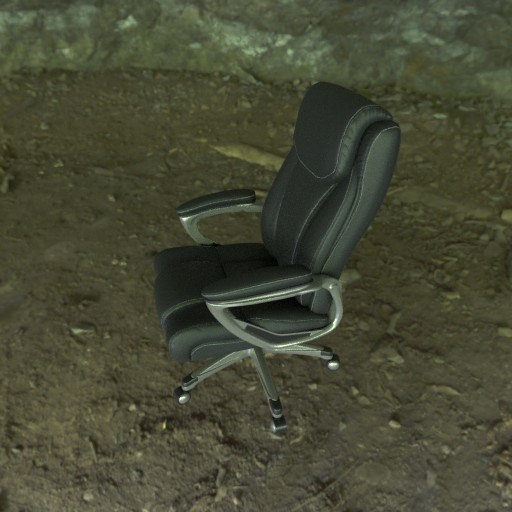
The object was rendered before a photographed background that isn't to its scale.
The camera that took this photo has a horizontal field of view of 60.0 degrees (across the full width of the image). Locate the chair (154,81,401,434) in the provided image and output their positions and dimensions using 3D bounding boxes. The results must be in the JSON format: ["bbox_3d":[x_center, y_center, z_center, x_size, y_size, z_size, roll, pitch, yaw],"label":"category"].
[{"bbox_3d":[0.000,0.000,1.678,0.784,1.167,0.741,-9,33,-14],"label":"chair"}]
